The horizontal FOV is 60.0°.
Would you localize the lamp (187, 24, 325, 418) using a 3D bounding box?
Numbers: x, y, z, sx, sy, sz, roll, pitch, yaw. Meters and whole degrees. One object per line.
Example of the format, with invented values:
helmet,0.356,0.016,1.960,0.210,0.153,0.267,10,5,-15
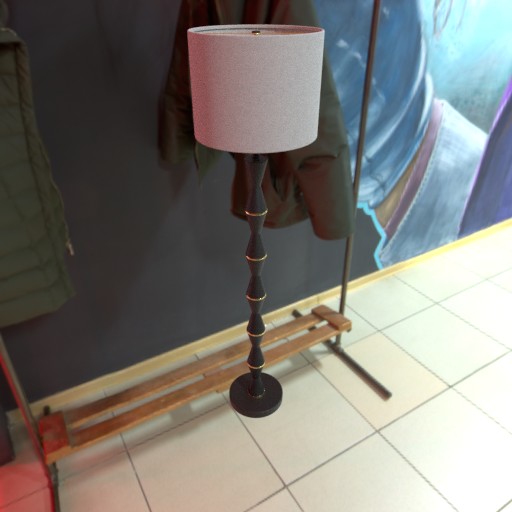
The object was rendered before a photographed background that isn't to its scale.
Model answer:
lamp,0.000,0.000,1.621,0.381,1.480,0.381,1,31,1
